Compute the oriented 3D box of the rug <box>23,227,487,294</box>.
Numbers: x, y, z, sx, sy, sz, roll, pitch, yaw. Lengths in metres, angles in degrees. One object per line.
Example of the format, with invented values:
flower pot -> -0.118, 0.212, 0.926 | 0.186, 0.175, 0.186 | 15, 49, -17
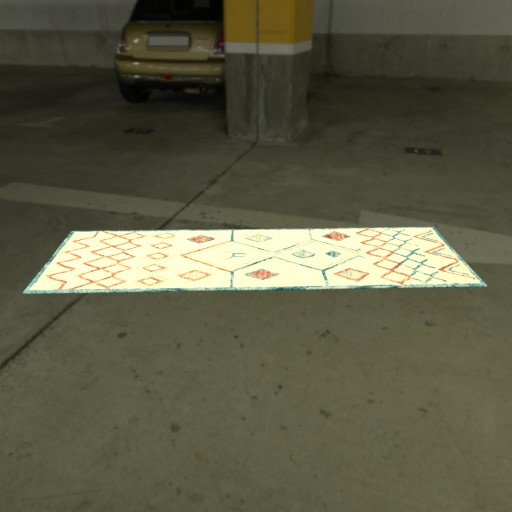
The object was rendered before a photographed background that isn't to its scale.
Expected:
rug -> 0.000, 0.000, 2.646 | 2.435, 0.011, 0.750 | -1, 28, -1
